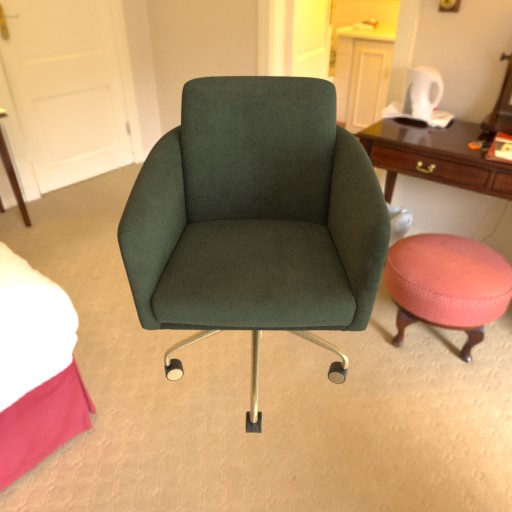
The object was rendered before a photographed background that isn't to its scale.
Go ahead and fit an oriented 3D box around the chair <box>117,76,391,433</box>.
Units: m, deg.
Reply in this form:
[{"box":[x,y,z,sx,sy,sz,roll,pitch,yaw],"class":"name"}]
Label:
[{"box":[0.000,0.000,1.321,0.641,0.908,0.635,1,33,1],"class":"chair"}]
